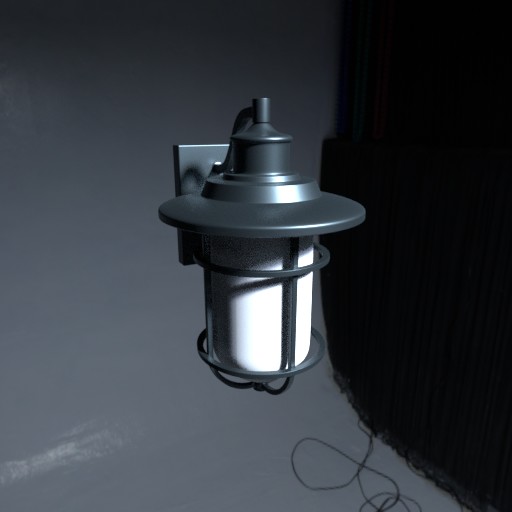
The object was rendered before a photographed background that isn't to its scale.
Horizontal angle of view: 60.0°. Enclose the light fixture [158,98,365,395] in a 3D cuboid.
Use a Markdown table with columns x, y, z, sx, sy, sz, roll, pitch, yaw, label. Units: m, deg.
| x | y | z | sx | sy | sz | roll | pitch | yaw | label |
| --- | --- | --- | --- | --- | --- | --- | --- | --- | --- |
| 0.000 | 0.000 | 0.517 | 0.222 | 0.345 | 0.252 | -9 | 18 | -27 | light fixture |
